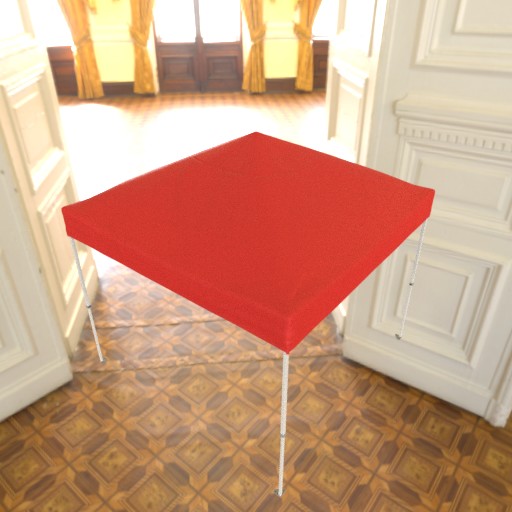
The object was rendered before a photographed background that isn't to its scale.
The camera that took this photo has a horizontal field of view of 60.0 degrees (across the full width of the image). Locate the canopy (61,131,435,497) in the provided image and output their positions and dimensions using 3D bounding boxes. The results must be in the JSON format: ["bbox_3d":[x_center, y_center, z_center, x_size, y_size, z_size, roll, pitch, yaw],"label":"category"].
[{"bbox_3d":[0.000,0.000,5.328,2.996,2.997,2.998,22,38,32],"label":"canopy"}]
